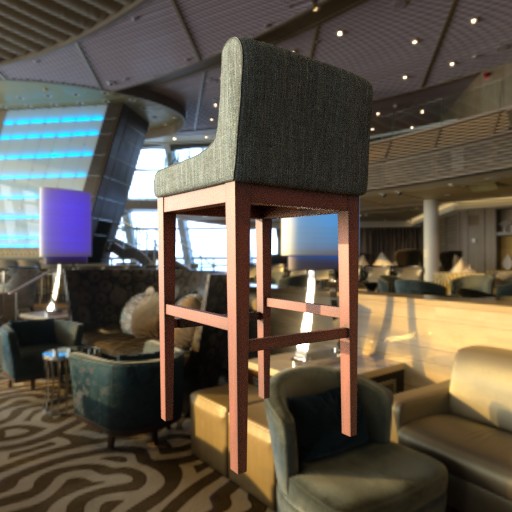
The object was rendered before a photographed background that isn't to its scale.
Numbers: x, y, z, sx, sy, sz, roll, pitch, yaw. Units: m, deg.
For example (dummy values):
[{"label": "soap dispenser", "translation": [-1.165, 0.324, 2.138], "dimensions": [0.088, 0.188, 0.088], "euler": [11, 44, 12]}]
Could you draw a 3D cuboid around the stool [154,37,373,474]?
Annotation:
[{"label": "stool", "translation": [0.000, 0.000, 1.249], "dimensions": [0.426, 0.965, 0.499], "euler": [0, 0, -35]}]
